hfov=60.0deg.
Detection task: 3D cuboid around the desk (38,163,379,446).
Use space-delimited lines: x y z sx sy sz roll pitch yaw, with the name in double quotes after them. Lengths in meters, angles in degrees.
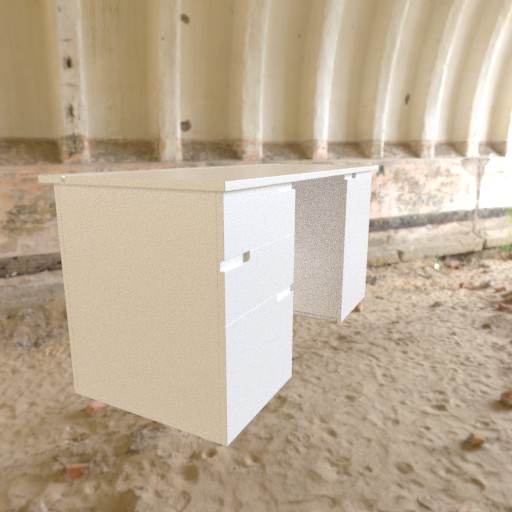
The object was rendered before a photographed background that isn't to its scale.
0.000 0.000 1.965 0.670 0.760 1.580 7 15 27 "desk"
